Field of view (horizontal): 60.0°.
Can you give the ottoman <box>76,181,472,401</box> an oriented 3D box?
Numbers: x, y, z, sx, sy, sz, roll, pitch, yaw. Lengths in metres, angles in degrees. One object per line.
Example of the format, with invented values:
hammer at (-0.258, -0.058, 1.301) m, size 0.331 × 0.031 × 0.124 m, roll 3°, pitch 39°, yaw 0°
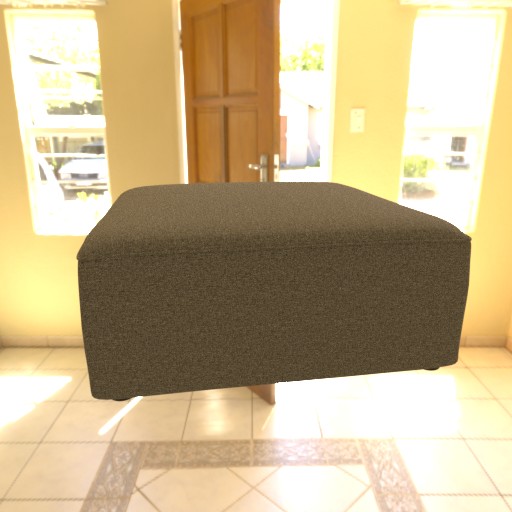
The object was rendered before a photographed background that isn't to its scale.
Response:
ottoman at (0.000, 0.000, 1.589) m, size 1.015 × 0.464 × 1.005 m, roll -3°, pitch 17°, yaw -9°
